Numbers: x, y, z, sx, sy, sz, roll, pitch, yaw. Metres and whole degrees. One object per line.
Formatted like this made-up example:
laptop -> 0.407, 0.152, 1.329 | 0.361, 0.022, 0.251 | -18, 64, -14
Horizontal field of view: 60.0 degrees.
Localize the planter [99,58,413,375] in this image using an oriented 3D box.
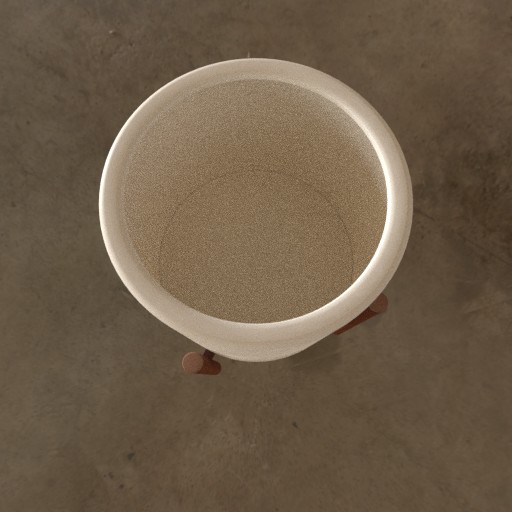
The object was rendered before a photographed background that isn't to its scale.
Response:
planter -> 0.000, 0.000, 0.486 | 0.224, 0.358, 0.224 | -17, 75, -5
